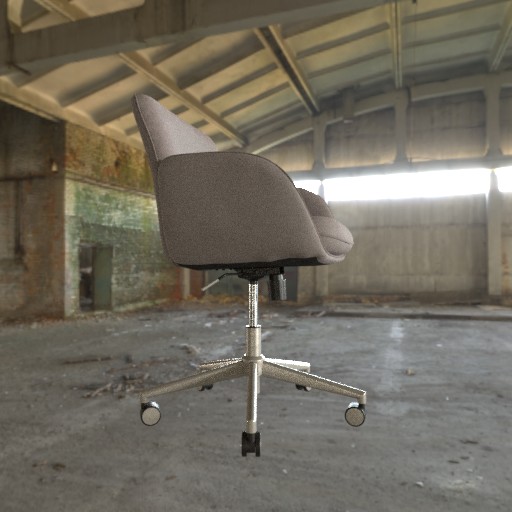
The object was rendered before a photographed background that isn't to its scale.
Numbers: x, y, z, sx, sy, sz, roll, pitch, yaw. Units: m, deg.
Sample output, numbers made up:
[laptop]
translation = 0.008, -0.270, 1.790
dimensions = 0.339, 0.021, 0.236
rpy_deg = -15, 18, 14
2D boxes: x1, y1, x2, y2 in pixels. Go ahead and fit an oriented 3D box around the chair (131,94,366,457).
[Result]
[chair]
translation = 0.000, 0.000, 1.362
dimensions = 0.654, 0.959, 0.648
rpy_deg = 0, -1, 19
